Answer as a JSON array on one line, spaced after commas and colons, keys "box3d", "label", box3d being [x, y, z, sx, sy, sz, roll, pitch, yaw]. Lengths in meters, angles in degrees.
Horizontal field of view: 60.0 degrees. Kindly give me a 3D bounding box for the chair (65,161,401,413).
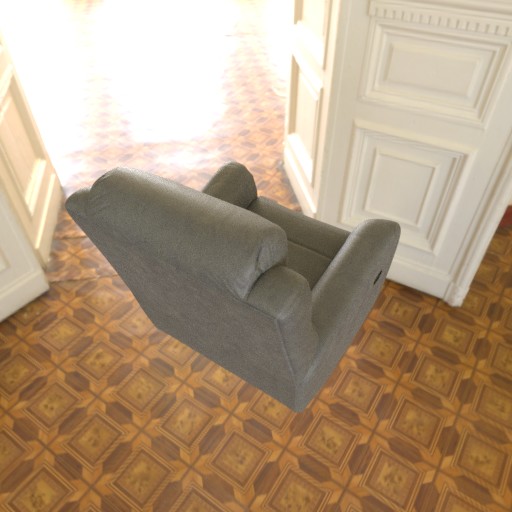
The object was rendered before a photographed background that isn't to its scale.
[{"box3d": [0.000, 0.000, 1.928, 0.965, 1.116, 1.068, 25, 50, 23], "label": "chair"}]
